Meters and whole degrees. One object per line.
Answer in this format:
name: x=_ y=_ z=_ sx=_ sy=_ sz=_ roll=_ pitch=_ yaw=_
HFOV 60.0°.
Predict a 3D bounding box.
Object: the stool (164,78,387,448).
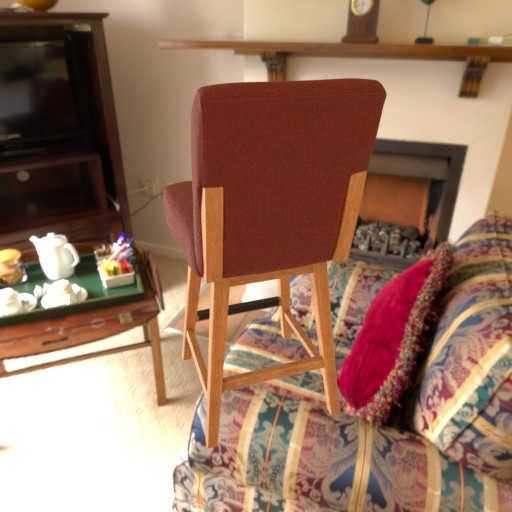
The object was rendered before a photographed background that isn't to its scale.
stool: x=0.000 y=0.000 z=1.336 sx=0.468 sy=1.038 sz=0.562 roll=-9 pitch=29 yaw=-16
